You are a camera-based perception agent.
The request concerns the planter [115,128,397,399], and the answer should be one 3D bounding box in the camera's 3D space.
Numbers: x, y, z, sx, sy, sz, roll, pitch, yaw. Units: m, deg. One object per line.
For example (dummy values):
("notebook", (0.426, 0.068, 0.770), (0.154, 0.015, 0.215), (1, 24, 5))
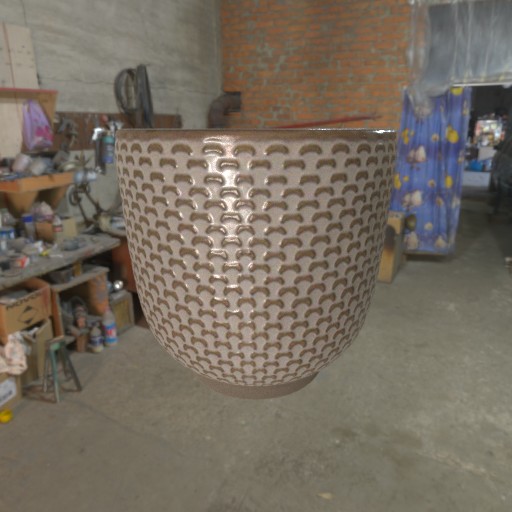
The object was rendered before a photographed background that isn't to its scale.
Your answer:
("planter", (0.000, 0.000, 0.346), (0.197, 0.191, 0.197), (0, 16, 0))
